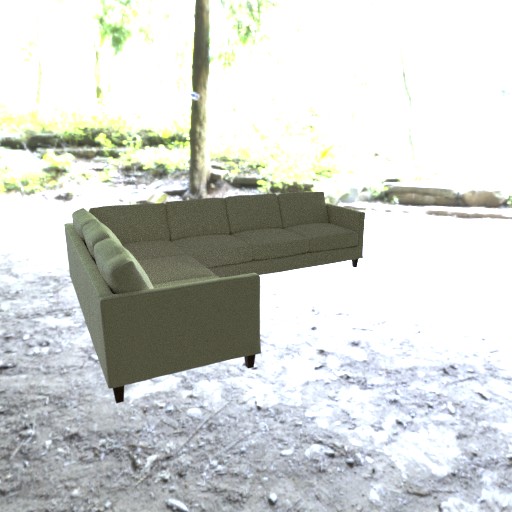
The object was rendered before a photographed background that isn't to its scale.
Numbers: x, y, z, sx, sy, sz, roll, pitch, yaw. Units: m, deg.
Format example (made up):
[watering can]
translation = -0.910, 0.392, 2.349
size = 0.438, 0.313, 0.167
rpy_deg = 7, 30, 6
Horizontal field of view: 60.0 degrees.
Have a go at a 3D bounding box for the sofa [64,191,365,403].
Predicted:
[sofa]
translation = 0.000, 0.000, 4.241
size = 3.182, 0.863, 2.432
rpy_deg = -8, 18, -26
